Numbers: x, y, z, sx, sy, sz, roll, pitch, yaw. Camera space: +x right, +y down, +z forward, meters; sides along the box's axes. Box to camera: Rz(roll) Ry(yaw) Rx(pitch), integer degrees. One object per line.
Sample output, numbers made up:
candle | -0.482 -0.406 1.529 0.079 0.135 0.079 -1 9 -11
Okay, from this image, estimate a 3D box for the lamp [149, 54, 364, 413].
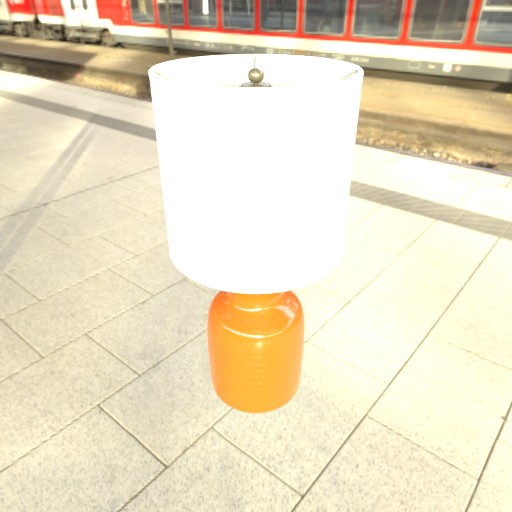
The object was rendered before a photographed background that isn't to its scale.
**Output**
lamp | 0.000 0.000 1.103 0.418 0.871 0.418 22 38 32
